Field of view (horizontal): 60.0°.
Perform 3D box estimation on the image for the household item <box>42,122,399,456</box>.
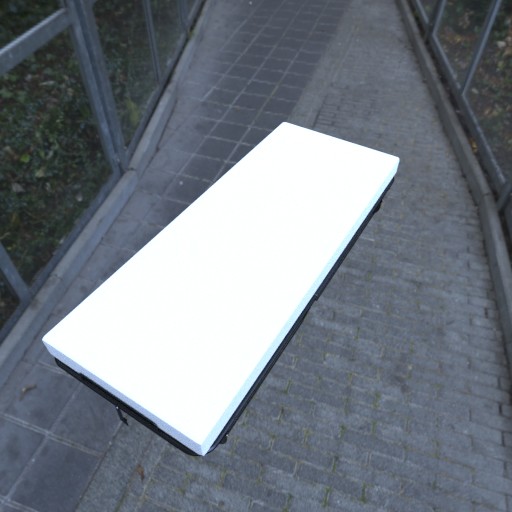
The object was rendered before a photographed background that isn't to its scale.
[{"bbox_3d":[0.000,0.000,2.187,0.787,0.356,1.905,24,51,21],"label":"household item"}]
